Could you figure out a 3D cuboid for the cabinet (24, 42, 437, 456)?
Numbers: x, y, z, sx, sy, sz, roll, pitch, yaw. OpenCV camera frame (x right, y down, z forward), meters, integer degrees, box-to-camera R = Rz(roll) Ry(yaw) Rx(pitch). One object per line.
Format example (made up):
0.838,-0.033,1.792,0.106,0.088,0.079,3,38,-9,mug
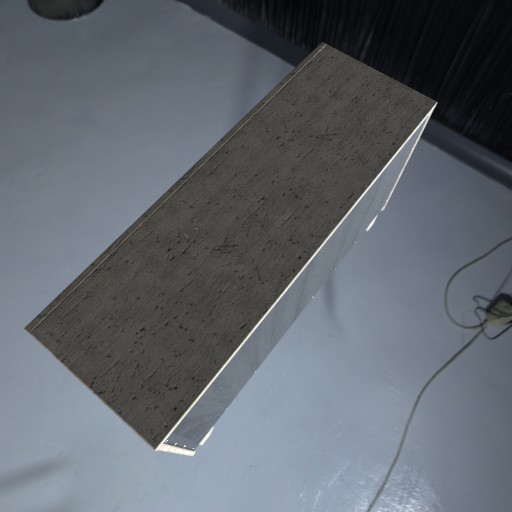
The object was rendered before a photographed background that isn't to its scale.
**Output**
0.000,0.000,1.786,0.511,0.825,1.460,35,69,15,cabinet
